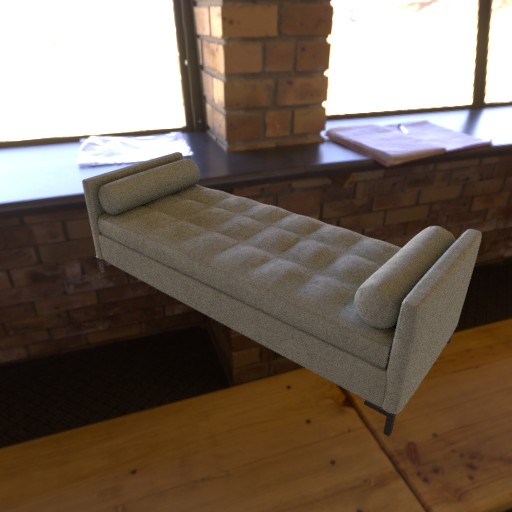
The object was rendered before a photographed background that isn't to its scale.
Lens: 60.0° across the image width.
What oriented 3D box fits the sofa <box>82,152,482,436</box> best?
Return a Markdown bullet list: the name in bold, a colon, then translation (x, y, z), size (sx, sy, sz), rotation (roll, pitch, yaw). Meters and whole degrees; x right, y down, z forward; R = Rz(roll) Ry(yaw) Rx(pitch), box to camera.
- **sofa**: translation (0.000, 0.000, 2.505), size (2.102, 0.657, 0.797), rotation (22, 36, 33)
